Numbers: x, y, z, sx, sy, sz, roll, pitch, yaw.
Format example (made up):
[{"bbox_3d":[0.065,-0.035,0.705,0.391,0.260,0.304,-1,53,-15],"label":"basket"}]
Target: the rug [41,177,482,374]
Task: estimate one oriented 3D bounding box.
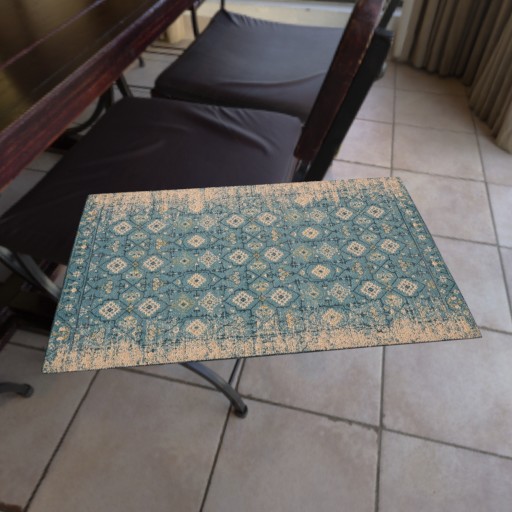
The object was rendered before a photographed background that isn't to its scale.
[{"bbox_3d":[0.000,0.000,2.149,1.795,0.008,1.102,-4,47,-4],"label":"rug"}]
